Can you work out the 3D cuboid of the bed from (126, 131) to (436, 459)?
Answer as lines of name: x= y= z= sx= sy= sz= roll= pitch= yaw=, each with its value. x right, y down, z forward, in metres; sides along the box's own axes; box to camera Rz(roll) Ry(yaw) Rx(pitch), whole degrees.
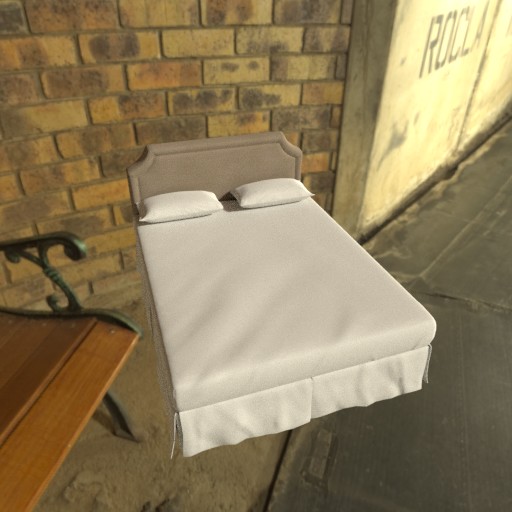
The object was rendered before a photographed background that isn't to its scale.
bed: x=0.000 y=0.000 z=3.747 sx=1.977 sy=1.293 sz=2.498 roll=-10 pitch=34 yaw=-16
